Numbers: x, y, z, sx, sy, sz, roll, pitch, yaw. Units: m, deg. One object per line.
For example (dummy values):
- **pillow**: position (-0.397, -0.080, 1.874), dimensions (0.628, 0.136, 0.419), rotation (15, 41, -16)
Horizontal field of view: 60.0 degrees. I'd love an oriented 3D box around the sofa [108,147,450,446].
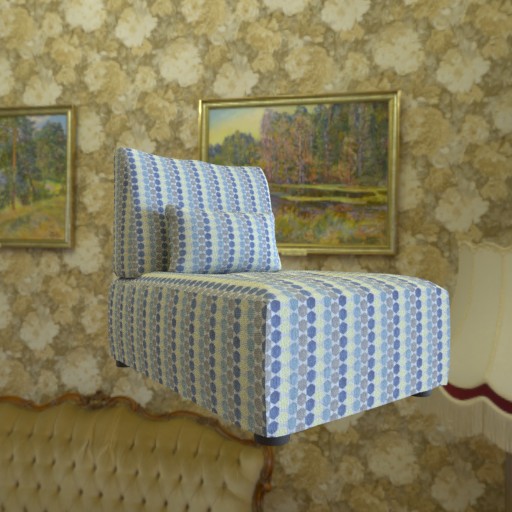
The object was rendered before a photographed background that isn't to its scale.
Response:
- **sofa**: position (0.000, 0.000, 1.511), dimensions (0.700, 0.820, 1.000), rotation (0, 0, -37)
